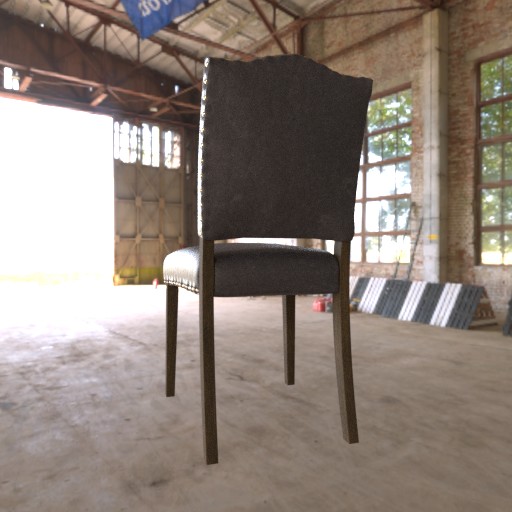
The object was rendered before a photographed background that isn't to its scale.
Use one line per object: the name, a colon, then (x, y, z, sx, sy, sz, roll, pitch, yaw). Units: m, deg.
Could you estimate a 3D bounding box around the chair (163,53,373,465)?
chair: (0.000, 0.000, 1.359, 0.500, 0.991, 0.633, 0, 0, -18)
